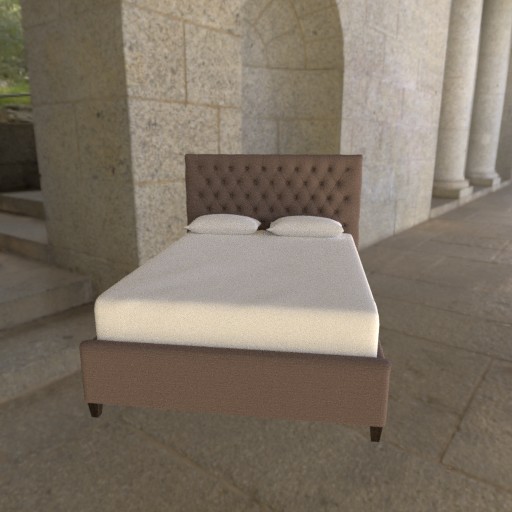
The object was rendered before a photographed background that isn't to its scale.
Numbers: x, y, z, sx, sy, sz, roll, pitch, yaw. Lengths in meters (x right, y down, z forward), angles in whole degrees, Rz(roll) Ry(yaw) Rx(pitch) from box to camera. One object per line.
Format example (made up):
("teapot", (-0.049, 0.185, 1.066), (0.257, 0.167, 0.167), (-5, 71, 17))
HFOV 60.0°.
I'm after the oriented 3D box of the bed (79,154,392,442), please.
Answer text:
("bed", (0.000, 0.000, 3.318), (1.696, 1.426, 2.233), (2, 15, 8))
